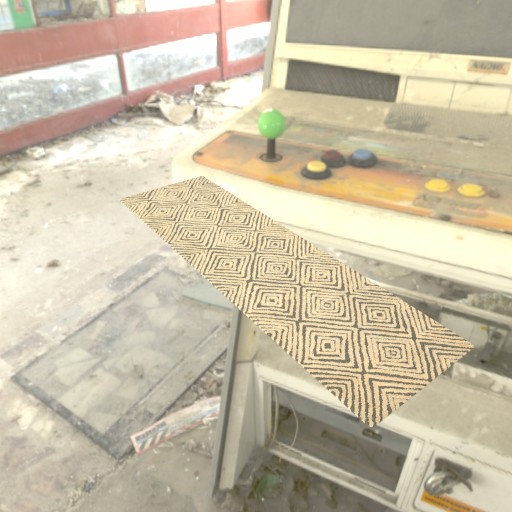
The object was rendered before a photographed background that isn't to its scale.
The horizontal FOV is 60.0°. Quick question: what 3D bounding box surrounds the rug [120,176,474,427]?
[{"bbox_3d":[0.000,0.000,2.517,0.676,0.008,2.277,-23,40,-30],"label":"rug"}]
